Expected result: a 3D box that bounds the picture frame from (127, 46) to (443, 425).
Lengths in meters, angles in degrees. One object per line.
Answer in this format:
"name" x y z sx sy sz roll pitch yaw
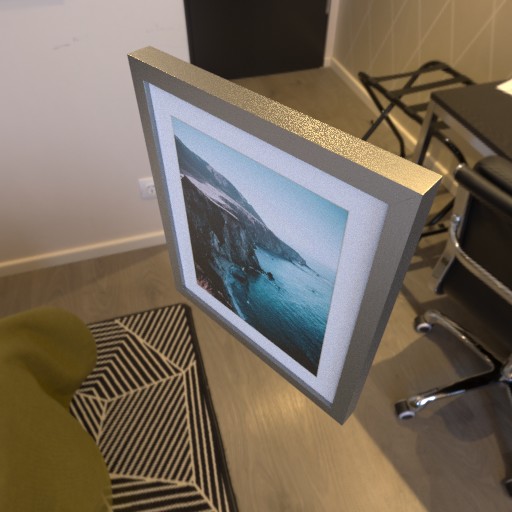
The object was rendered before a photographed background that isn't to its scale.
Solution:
"picture frame" 0.000 0.000 1.316 0.839 0.968 0.073 34 56 28
